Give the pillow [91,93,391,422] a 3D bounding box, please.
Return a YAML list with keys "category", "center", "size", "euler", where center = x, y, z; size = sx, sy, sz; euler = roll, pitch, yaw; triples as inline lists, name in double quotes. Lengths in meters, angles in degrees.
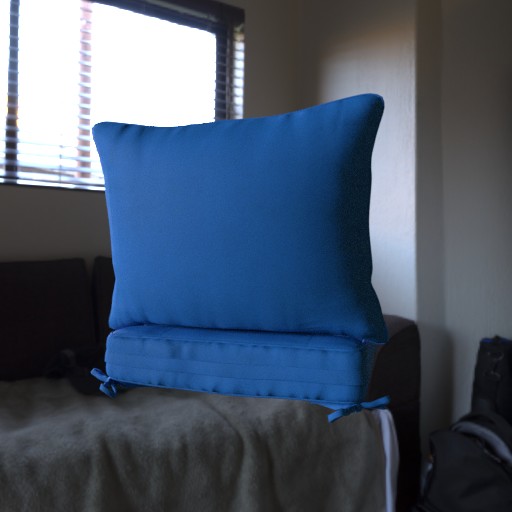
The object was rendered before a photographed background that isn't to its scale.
- category: "pillow"
  center: [0.000, 0.000, 1.357]
  size: [0.798, 0.725, 0.733]
  euler: [0, 0, 18]
